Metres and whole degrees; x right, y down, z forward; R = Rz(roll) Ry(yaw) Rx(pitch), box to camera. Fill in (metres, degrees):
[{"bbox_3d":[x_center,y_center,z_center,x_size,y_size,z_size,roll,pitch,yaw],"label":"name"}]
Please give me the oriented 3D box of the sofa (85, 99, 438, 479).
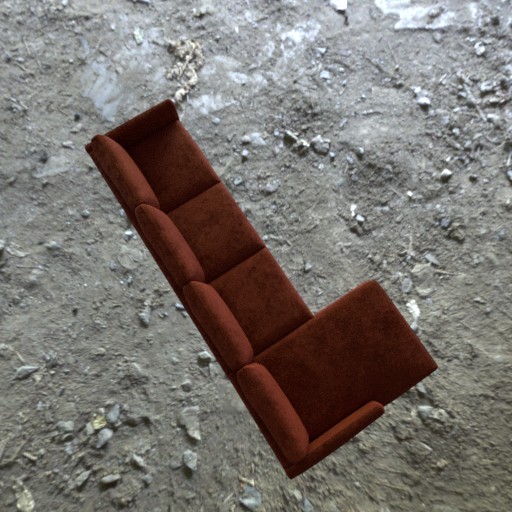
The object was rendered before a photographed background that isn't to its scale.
[{"bbox_3d":[0.000,0.000,2.919,1.136,0.663,2.467,-33,79,-7],"label":"sofa"}]
